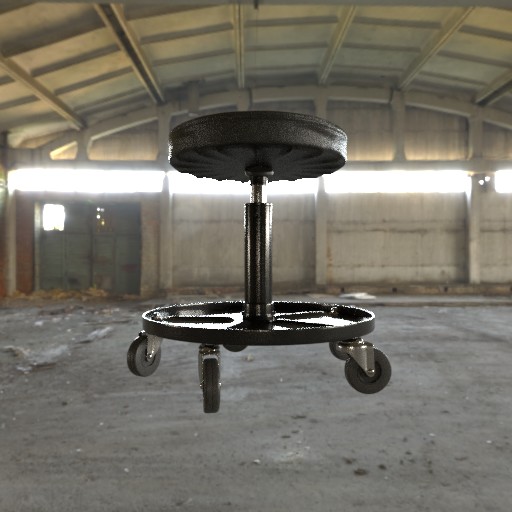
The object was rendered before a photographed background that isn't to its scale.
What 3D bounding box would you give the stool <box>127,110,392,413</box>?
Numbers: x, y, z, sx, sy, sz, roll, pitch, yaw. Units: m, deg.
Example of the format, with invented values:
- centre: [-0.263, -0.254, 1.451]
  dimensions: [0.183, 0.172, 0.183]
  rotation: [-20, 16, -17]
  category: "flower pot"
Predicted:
- centre: [0.000, 0.000, 0.678]
  dimensions: [0.381, 0.365, 0.382]
  rotation: [0, 0, -1]
  category: "stool"
